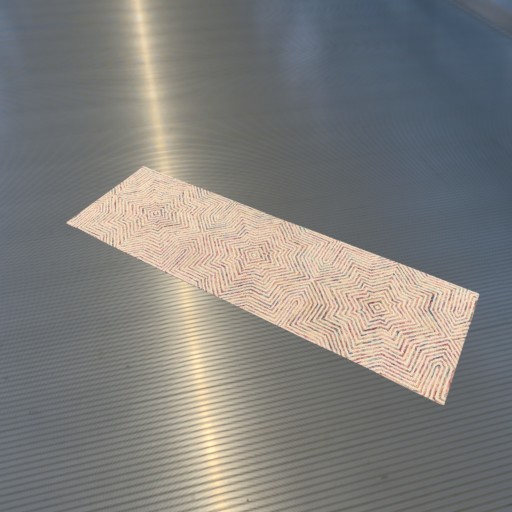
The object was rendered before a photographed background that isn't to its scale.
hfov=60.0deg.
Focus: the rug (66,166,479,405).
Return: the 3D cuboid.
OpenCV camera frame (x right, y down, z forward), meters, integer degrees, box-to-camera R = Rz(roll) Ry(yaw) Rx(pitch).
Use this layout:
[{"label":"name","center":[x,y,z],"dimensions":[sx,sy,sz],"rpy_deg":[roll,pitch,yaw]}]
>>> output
[{"label":"rug","center":[0.000,0.000,2.678],"dimensions":[2.443,0.009,0.771],"rpy_deg":[23,49,21]}]
